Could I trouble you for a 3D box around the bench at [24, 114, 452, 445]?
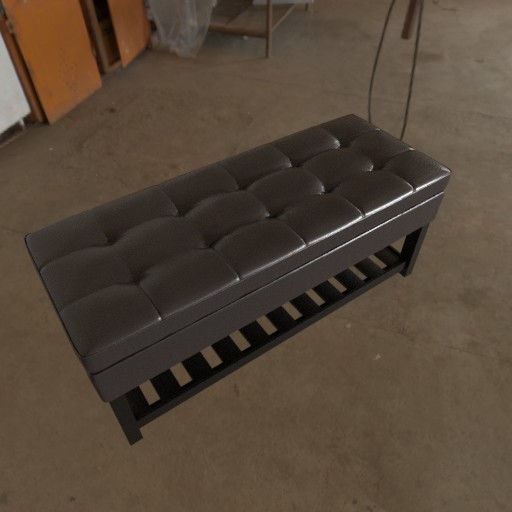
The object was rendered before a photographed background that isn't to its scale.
[{"bbox_3d":[0.000,0.000,1.325,1.105,0.460,0.432,-26,51,-24],"label":"bench"}]
